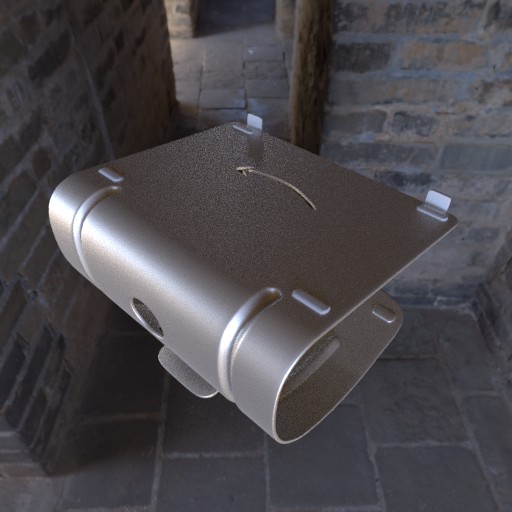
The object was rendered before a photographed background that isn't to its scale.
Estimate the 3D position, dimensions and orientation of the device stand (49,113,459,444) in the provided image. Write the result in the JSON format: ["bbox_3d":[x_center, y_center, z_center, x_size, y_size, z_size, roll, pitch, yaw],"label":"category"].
[{"bbox_3d":[0.000,0.000,0.397,0.256,0.155,0.236,32,53,28],"label":"device stand"}]
